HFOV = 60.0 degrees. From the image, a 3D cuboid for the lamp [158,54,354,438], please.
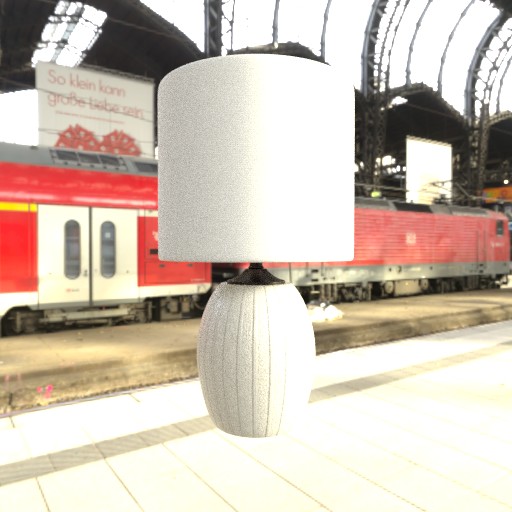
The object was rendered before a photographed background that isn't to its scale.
[{"bbox_3d":[0.000,0.000,0.762,0.328,0.570,0.328,0,1,0],"label":"lamp"}]
